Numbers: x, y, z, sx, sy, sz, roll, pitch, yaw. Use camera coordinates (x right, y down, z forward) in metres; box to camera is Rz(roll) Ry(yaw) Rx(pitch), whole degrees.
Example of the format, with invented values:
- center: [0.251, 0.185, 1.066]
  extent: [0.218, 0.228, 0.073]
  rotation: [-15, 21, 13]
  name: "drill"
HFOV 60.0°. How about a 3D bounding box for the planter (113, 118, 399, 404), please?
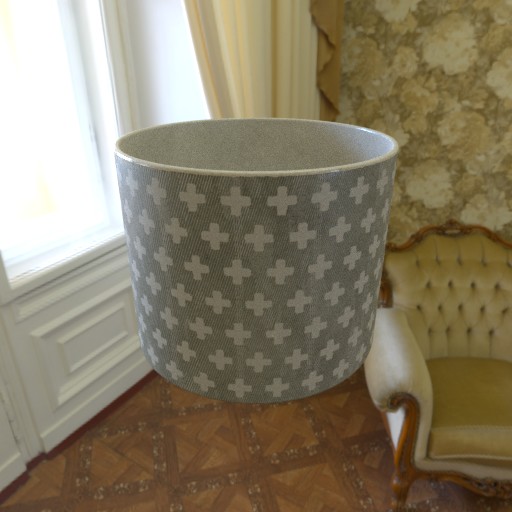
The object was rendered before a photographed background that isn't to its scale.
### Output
- center: [0.000, 0.000, 0.345]
  extent: [0.190, 0.181, 0.190]
  rotation: [0, 25, 0]
  name: "planter"
